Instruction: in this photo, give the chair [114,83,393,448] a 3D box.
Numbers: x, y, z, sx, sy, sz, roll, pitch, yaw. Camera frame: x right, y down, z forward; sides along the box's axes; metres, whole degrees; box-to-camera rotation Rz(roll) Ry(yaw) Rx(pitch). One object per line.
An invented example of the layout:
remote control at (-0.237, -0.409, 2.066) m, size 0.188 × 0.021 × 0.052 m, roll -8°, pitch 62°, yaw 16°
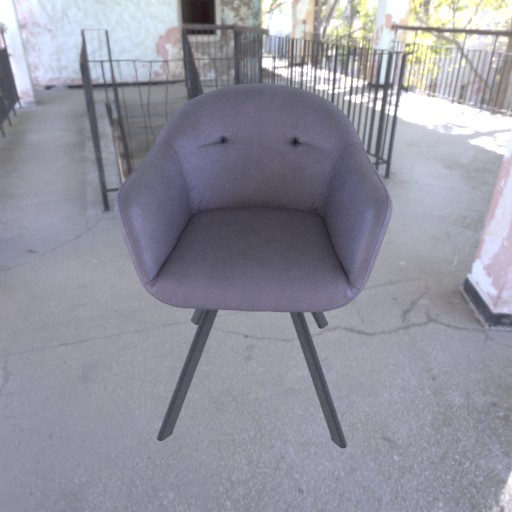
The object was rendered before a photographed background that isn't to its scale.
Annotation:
chair at (0.000, 0.000, 1.161) m, size 0.567 × 0.781 × 0.544 m, roll 1°, pitch 29°, yaw 2°
